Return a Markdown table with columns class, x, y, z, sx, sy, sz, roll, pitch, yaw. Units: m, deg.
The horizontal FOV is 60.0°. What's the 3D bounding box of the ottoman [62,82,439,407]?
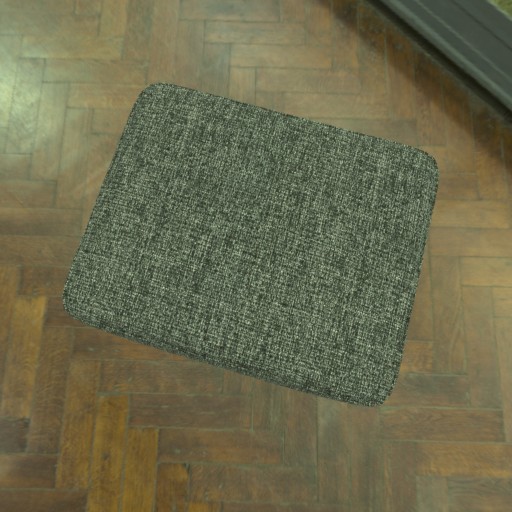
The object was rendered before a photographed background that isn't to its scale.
| class | x | y | z | sx | sy | sz | roll | pitch | yaw |
| --- | --- | --- | --- | --- | --- | --- | --- | --- | --- |
| ottoman | 0.000 | 0.000 | 1.144 | 0.738 | 0.537 | 0.589 | 16 | 78 | 3 |
